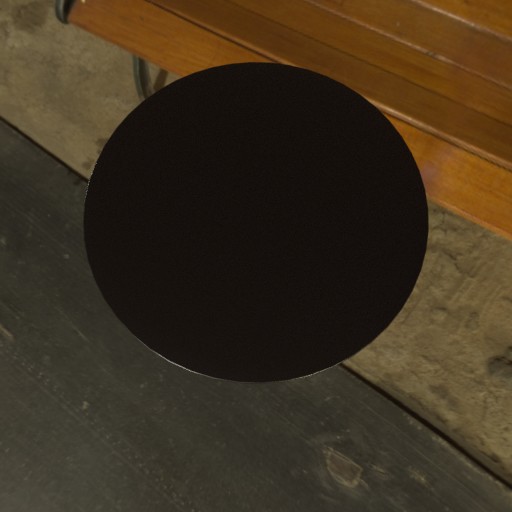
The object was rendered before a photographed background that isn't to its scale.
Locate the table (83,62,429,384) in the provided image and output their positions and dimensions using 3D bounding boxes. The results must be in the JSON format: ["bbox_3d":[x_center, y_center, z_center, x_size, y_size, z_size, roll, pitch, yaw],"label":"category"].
[{"bbox_3d":[0.000,0.000,1.063,0.597,0.618,0.597,0,73,0],"label":"table"}]
